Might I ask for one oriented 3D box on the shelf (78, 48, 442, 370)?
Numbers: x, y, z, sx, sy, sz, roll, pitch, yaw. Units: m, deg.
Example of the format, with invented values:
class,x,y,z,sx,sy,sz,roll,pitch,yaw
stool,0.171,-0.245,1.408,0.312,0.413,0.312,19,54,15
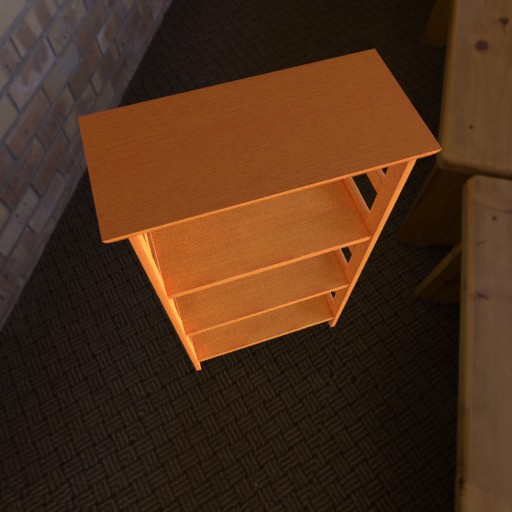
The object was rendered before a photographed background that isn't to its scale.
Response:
class,x,y,z,sx,sy,sz,roll,pitch,yaw
shelf,0.000,0.000,1.354,0.660,1.067,0.305,-16,64,-8
